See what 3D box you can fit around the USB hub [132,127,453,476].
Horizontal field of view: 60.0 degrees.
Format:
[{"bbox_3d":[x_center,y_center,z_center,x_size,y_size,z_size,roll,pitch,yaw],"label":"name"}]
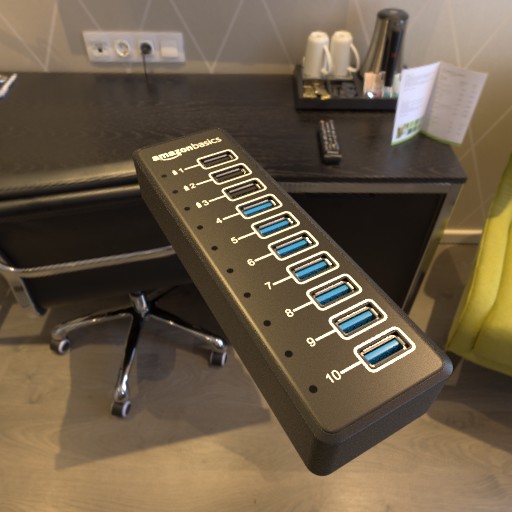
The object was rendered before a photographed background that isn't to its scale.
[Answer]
[{"bbox_3d":[0.000,0.000,0.162,0.044,0.023,0.145,-22,50,-20],"label":"USB hub"}]
